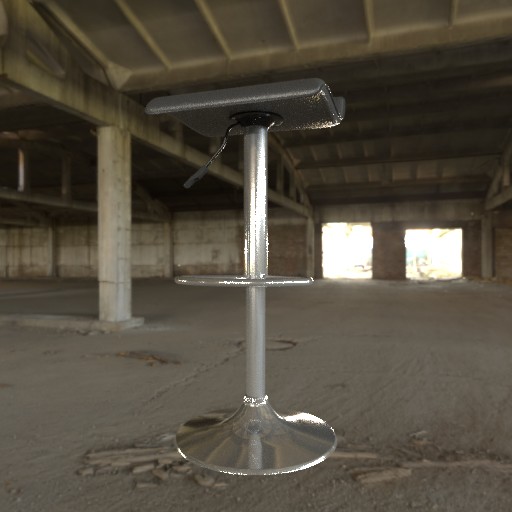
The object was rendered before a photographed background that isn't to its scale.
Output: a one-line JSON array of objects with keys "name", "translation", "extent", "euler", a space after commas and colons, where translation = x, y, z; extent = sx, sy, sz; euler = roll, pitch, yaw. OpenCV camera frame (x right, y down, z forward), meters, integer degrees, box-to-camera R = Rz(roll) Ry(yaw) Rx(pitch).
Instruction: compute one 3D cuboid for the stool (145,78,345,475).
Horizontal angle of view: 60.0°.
[{"name": "stool", "translation": [0.000, 0.000, 1.051], "extent": [0.381, 0.851, 0.381], "euler": [0, 0, 18]}]
